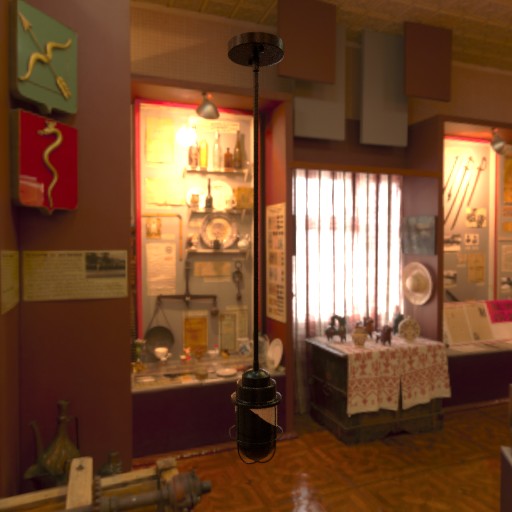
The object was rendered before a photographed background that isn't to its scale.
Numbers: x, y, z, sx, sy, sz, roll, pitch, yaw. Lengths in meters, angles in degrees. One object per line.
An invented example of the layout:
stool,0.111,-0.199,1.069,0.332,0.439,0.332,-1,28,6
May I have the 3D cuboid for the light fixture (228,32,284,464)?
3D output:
light fixture,0.000,0.000,0.978,0.123,0.920,0.123,0,1,-19
